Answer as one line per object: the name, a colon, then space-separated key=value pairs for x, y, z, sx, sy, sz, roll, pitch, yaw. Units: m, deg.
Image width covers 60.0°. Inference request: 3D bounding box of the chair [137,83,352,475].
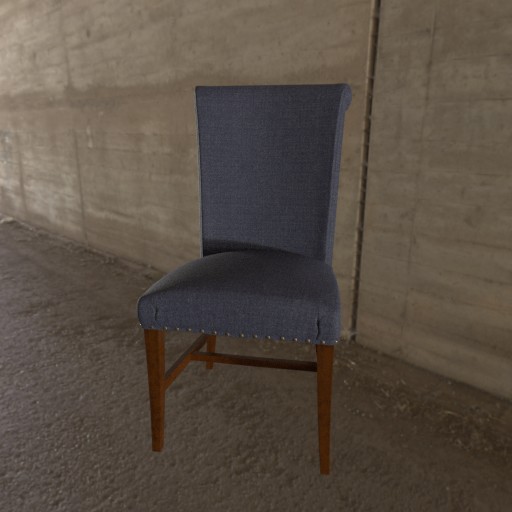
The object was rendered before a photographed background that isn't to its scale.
chair: x=0.000 y=0.000 z=1.308 sx=0.513 sy=0.988 sz=0.608 roll=3 pitch=16 yaw=10
